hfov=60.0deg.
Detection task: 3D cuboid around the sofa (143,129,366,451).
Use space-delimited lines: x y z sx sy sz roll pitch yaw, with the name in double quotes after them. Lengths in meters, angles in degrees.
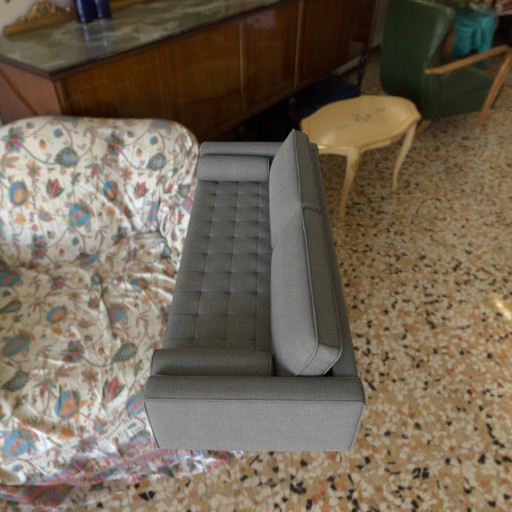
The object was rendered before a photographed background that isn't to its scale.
0.000 0.000 2.685 0.914 0.762 2.198 1 41 1 "sofa"
